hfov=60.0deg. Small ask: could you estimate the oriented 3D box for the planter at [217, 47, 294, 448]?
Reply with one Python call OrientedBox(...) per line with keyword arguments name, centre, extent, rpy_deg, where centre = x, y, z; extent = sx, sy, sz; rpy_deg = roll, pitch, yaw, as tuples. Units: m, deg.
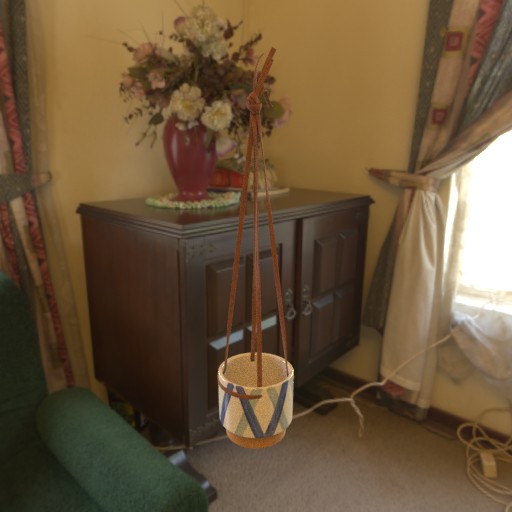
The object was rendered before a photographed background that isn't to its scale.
OrientedBox(name="planter", centre=(0.000, 0.000, 0.846), extent=(0.153, 0.753, 0.157), rpy_deg=(7, 15, 26))
